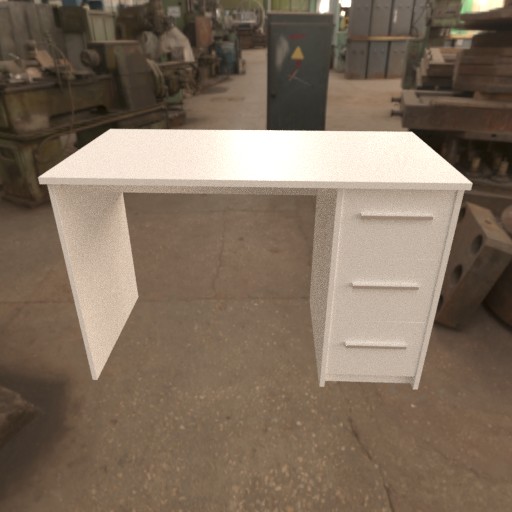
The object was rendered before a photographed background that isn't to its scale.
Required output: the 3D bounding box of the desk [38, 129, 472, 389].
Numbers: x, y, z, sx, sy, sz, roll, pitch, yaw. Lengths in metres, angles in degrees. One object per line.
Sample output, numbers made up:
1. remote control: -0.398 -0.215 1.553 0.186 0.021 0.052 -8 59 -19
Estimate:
1. desk: 0.000 0.000 1.537 1.097 0.735 0.560 1 28 2
